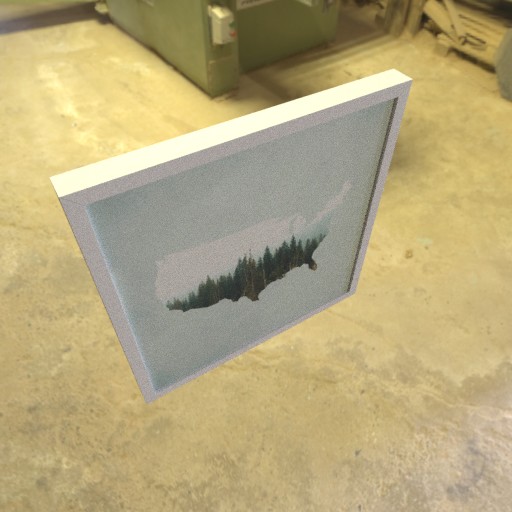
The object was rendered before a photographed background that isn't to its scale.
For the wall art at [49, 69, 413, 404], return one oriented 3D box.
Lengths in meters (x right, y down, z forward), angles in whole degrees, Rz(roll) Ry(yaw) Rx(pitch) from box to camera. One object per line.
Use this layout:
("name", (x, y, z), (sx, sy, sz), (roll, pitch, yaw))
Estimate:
("wall art", (0.000, 0.000, 0.754), (0.509, 0.509, 0.040), (-24, 52, -20))
